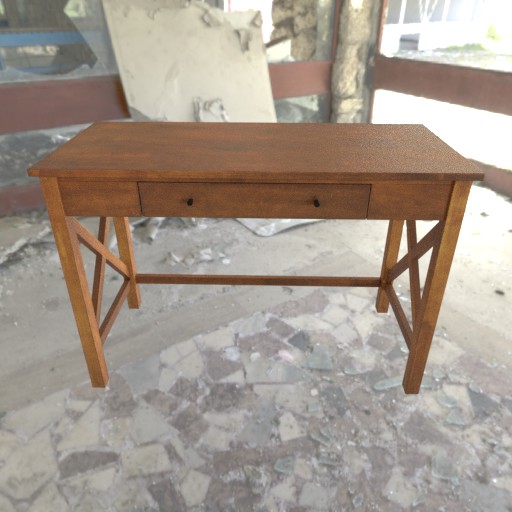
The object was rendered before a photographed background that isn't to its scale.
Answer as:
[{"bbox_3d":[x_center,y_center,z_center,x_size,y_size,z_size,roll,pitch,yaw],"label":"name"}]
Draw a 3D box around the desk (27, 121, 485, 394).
[{"bbox_3d":[0.000,0.000,1.485,1.117,0.762,0.508,1,30,1],"label":"desk"}]
